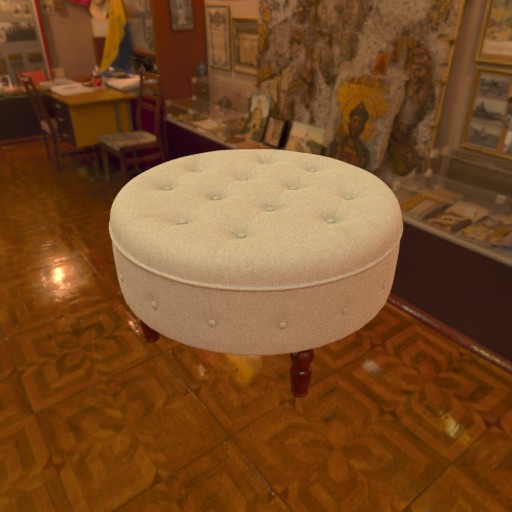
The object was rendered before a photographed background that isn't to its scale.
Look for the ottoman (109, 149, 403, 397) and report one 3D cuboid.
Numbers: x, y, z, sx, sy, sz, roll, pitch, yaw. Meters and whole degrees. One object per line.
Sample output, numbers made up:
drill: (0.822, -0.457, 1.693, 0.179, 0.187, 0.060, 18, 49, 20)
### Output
ottoman: (0.000, 0.000, 1.412, 0.849, 0.478, 0.849, 0, 30, 0)
